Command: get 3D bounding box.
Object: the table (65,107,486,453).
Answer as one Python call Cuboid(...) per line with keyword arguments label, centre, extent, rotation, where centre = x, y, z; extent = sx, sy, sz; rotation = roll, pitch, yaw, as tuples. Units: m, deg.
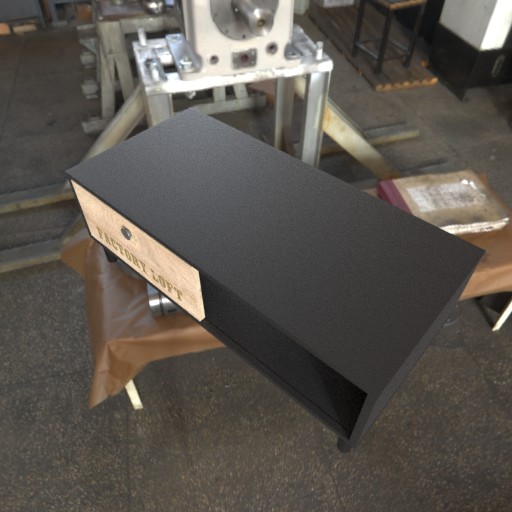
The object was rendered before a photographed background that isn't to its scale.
Cuboid(label="table", centre=(0.000, 0.000, 1.388), extent=(1.100, 0.400, 0.550), rotation=(33, 55, 27))
